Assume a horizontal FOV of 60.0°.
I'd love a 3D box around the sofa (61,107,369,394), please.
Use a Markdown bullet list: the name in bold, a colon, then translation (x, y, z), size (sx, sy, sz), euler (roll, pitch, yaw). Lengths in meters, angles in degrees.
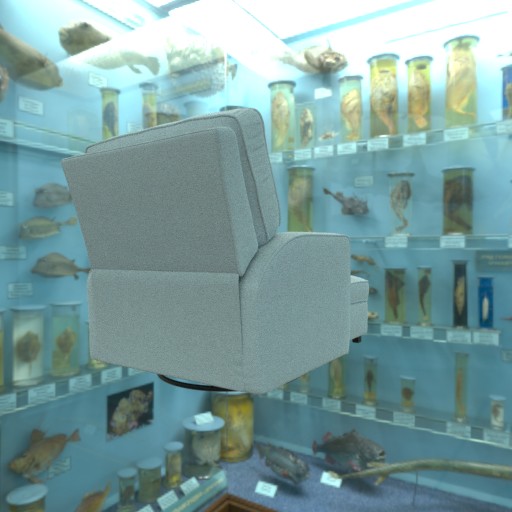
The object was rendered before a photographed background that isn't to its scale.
- **sofa**: translation (0.000, 0.000, 2.026), size (0.861, 0.959, 1.472), euler (0, 0, 34)
